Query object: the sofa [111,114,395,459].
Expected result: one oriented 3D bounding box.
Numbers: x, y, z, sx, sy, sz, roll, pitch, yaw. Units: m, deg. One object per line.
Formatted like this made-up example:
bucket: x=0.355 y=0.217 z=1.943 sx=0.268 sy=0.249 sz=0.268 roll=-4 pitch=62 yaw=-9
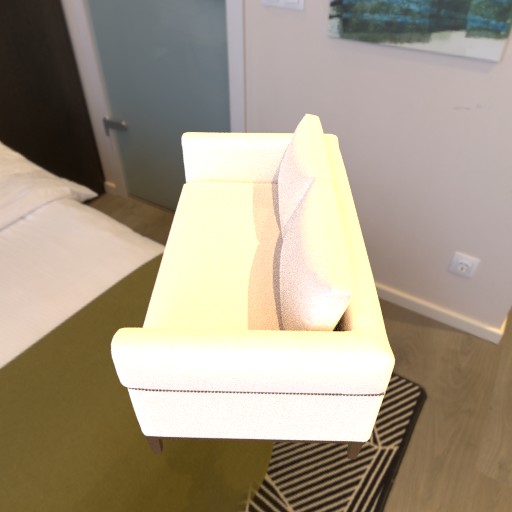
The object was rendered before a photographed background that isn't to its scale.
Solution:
sofa: x=0.000 y=0.000 z=2.119 sx=0.905 sy=0.873 sz=1.598 roll=1 pitch=40 yaw=1
